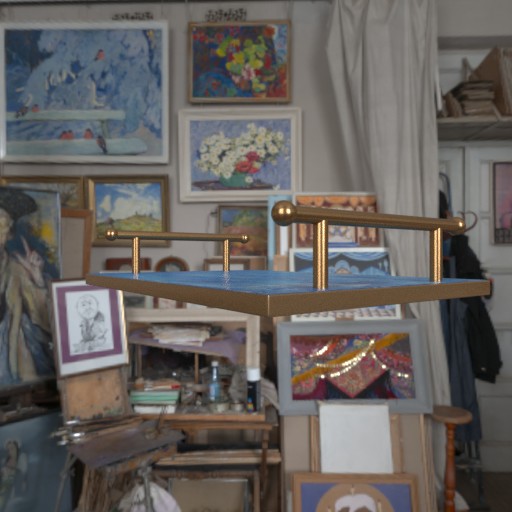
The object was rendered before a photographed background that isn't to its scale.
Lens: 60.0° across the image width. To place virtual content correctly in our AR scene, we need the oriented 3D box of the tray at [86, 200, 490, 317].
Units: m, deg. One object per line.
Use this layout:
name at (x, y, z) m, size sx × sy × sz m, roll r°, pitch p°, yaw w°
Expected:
tray at (0.000, 0.000, 0.568) m, size 0.304 × 0.084 × 0.444 m, roll 0°, pitch 0°, yaw -36°
